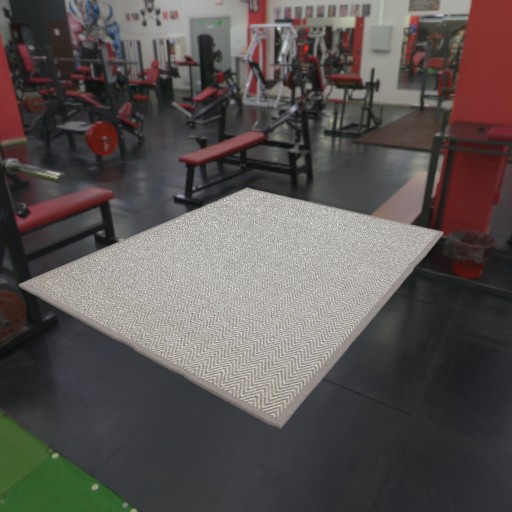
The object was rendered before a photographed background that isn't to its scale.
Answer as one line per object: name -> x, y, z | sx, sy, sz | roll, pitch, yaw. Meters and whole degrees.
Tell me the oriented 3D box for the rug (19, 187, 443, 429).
rug -> 0.000, 0.000, 3.923 | 2.434, 0.032, 3.007 | 18, 32, 31
